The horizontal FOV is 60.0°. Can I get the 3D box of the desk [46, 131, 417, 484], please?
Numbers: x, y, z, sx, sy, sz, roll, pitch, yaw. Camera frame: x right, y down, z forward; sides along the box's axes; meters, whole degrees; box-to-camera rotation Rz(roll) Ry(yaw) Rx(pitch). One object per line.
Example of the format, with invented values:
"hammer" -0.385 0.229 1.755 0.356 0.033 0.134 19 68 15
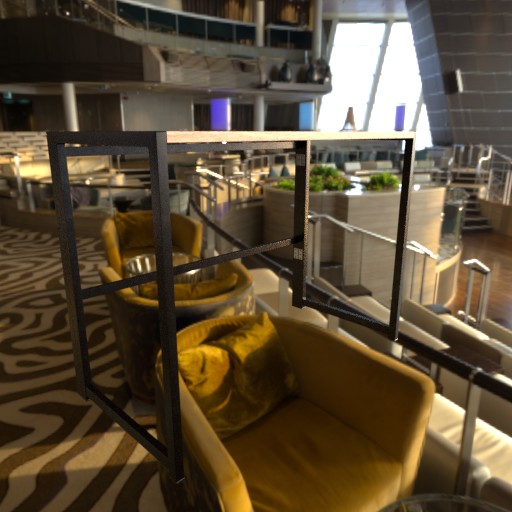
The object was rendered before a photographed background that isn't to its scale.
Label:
"desk" 0.000 0.000 1.406 0.508 0.762 1.016 15 22 43
